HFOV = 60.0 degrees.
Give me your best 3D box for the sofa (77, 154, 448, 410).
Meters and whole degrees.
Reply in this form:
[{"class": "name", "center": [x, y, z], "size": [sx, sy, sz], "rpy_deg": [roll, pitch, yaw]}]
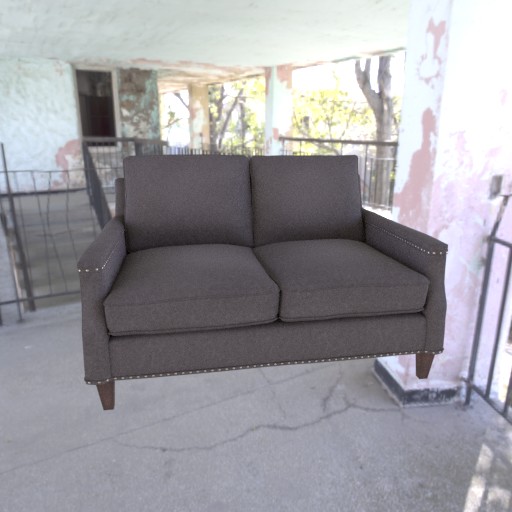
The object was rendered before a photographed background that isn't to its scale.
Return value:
[{"class": "sofa", "center": [0.000, 0.000, 2.313], "size": [1.597, 1.003, 1.084], "rpy_deg": [-3, 16, -9]}]
